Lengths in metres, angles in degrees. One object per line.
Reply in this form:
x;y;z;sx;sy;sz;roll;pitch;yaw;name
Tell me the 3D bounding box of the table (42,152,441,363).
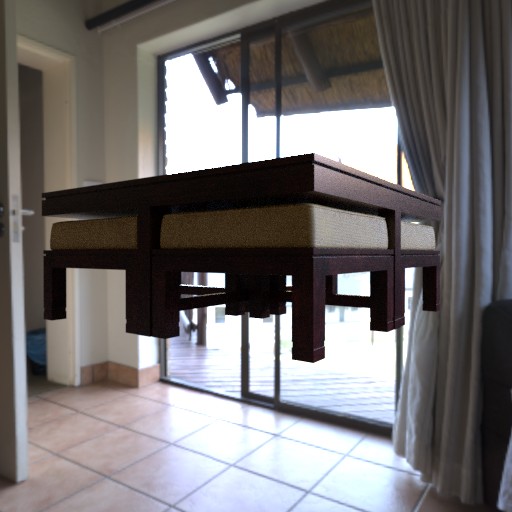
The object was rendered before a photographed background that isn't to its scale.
0.000;0.000;1.347;0.865;0.356;0.865;0;0;36;table
